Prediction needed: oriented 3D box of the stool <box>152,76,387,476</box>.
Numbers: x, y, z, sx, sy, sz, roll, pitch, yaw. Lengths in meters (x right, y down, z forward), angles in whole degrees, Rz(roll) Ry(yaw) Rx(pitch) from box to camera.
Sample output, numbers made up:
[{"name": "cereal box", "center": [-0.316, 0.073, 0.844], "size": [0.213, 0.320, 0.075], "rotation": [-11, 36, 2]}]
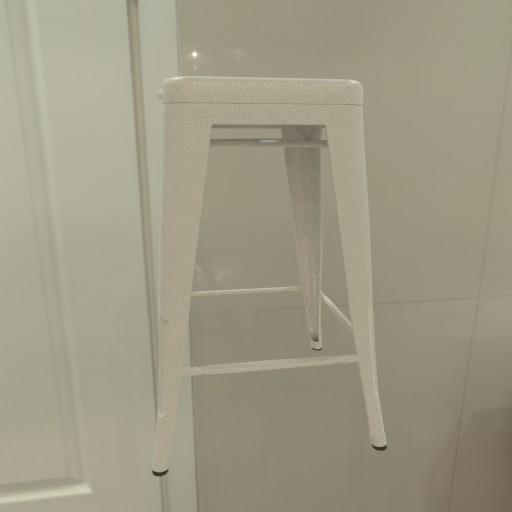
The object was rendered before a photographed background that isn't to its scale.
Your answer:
[{"name": "stool", "center": [0.000, 0.000, 0.856], "size": [0.406, 0.610, 0.406], "rotation": [-2, 15, -9]}]
